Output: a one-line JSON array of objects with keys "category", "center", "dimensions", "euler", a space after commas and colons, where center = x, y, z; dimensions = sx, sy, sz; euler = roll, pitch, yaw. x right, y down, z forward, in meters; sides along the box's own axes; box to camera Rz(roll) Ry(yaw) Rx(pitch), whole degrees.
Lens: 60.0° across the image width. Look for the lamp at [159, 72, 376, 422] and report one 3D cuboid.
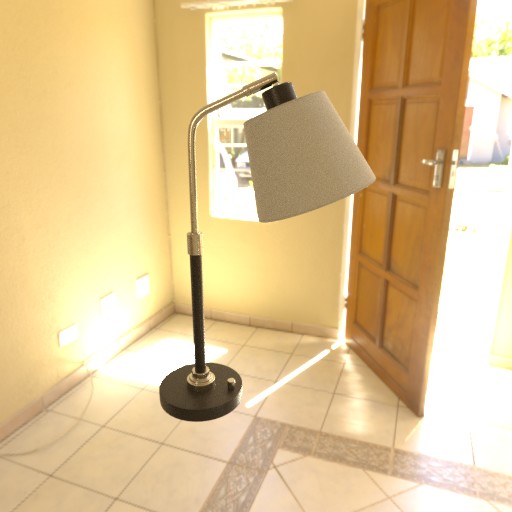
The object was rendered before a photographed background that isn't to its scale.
[{"category": "lamp", "center": [0.000, 0.000, 0.701], "dimensions": [0.348, 0.539, 0.181], "euler": [3, 18, 11]}]
